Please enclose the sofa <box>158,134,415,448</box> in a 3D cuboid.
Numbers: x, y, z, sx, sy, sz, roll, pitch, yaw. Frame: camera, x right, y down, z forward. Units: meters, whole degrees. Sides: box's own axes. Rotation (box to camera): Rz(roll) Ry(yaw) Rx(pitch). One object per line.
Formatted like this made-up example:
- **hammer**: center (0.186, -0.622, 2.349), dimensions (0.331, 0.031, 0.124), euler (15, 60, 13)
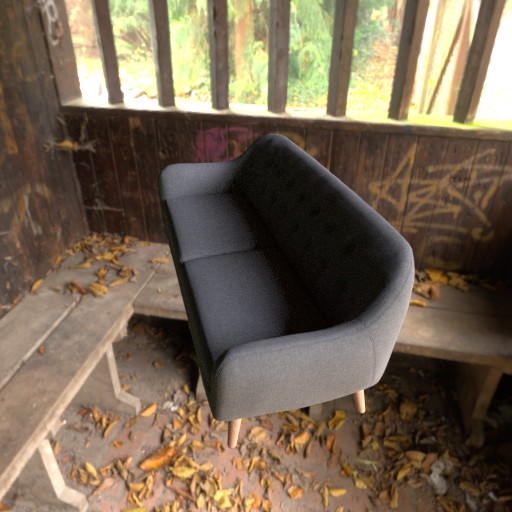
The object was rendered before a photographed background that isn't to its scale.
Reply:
- **sofa**: center (0.000, 0.000, 2.297), dimensions (0.820, 0.820, 1.840), euler (-9, 33, -14)
